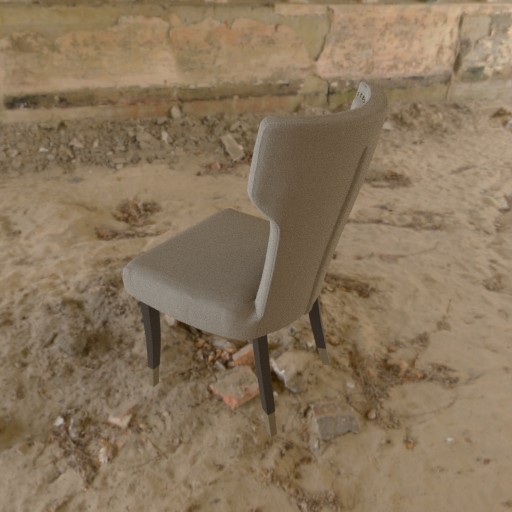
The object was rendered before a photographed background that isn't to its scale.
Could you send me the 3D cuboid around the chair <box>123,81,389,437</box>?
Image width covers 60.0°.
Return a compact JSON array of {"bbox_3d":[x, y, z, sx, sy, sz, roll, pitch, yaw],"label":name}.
[{"bbox_3d":[0.000,0.000,1.322,0.630,0.955,0.526,20,36,29],"label":"chair"}]
